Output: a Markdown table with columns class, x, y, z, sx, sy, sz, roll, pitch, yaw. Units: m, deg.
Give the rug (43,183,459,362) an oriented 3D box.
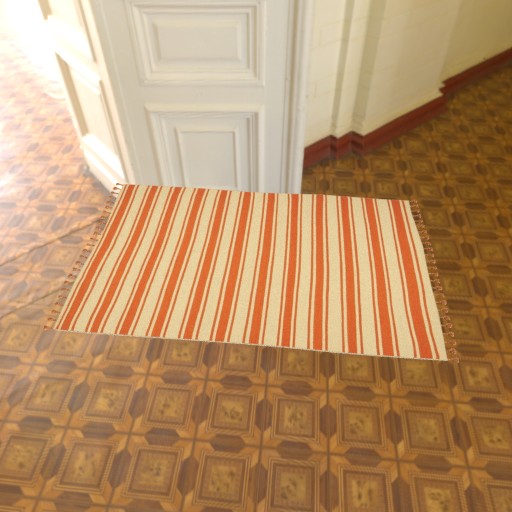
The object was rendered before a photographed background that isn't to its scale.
| class | x | y | z | sx | sy | sz | roll | pitch | yaw |
| --- | --- | --- | --- | --- | --- | --- | --- | --- | --- |
| rug | 0.000 | 0.000 | 2.611 | 2.092 | 0.017 | 1.232 | 4 | 46 | 4 |
